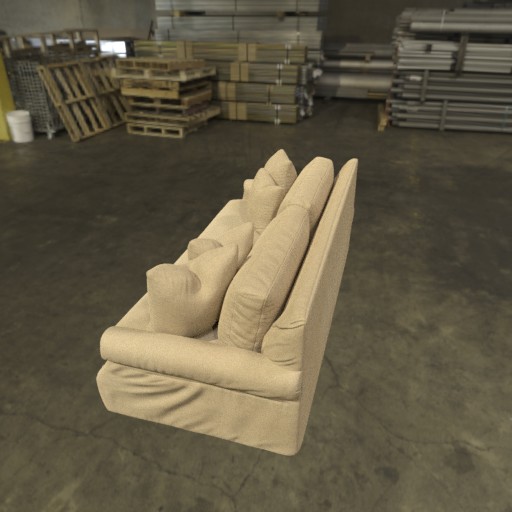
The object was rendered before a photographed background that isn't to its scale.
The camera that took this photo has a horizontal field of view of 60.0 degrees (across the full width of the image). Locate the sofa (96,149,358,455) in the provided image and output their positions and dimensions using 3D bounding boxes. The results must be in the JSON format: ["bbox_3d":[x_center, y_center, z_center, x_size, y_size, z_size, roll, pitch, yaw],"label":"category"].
[{"bbox_3d":[0.000,0.000,2.870,1.067,0.904,2.285,8,30,14],"label":"sofa"}]
